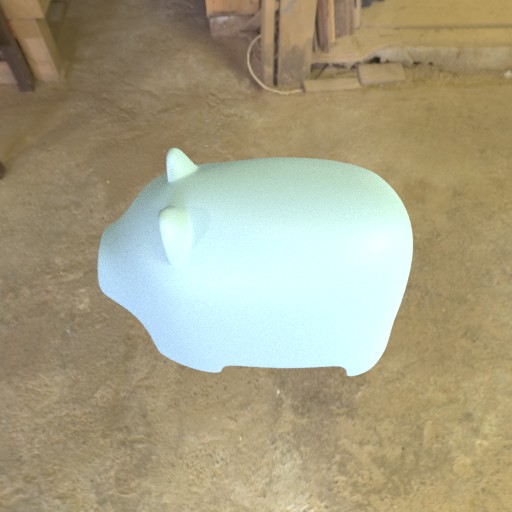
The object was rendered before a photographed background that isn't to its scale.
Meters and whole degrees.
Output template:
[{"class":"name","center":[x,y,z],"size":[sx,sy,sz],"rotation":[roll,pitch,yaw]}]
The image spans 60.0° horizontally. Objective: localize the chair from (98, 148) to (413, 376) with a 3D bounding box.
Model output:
[{"class":"chair","center":[0.000,0.000,0.880],"size":[0.619,0.423,0.364],"rotation":[0,56,0]}]
